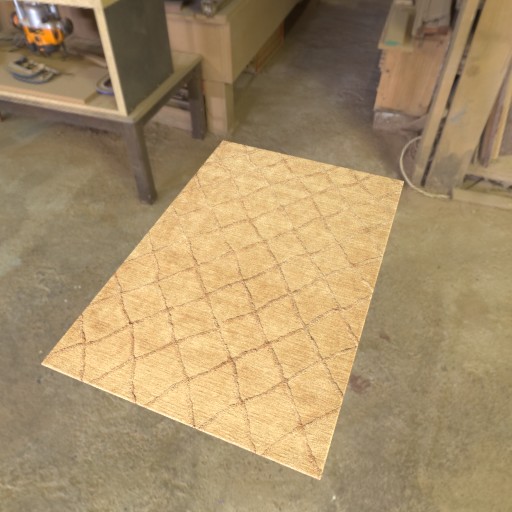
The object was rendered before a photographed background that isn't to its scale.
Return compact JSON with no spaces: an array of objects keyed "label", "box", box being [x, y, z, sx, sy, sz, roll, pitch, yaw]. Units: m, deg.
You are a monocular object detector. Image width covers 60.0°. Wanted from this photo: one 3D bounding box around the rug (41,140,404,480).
[{"label":"rug","box":[0.000,0.000,2.871,1.528,0.014,2.292,16,49,15]}]
